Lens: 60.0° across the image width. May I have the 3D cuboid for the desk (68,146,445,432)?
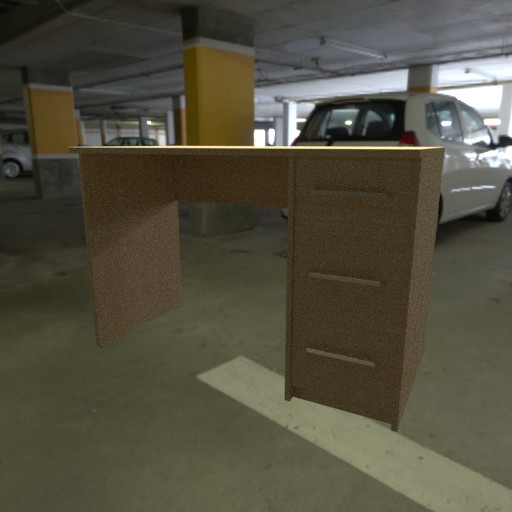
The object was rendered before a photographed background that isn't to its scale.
[{"bbox_3d":[0.000,0.000,1.539,1.097,0.735,0.560,7,16,27],"label":"desk"}]
